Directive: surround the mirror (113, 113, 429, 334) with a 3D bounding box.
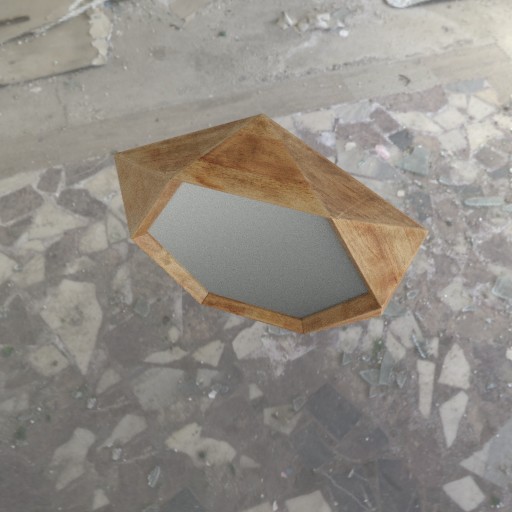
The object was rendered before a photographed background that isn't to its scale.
[{"bbox_3d":[0.000,0.000,1.052,0.675,0.779,0.091,15,59,9],"label":"mirror"}]
